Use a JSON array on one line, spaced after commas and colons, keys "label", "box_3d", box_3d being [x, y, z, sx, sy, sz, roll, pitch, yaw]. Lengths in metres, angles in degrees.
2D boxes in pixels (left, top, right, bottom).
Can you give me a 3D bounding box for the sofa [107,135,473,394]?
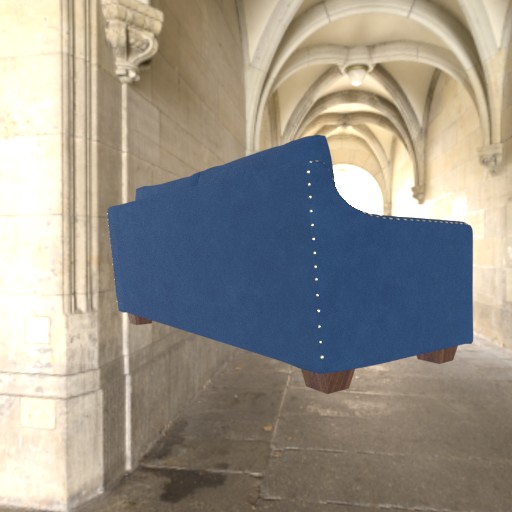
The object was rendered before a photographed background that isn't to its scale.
[{"label": "sofa", "box_3d": [0.000, 0.000, 2.644, 1.104, 0.983, 2.107, 0, 1, -36]}]
